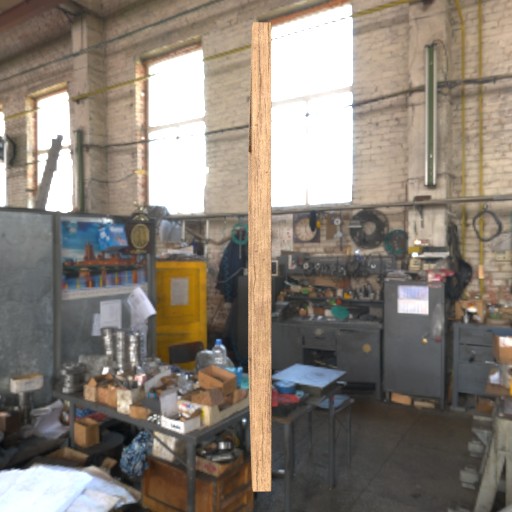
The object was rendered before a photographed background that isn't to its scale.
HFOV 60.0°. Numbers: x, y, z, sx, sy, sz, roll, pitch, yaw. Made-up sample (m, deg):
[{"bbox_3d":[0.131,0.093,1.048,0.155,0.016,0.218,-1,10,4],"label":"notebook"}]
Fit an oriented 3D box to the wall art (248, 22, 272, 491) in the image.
[{"bbox_3d":[0.000,0.000,1.000,0.029,0.691,0.695,0,0,-1],"label":"wall art"}]
